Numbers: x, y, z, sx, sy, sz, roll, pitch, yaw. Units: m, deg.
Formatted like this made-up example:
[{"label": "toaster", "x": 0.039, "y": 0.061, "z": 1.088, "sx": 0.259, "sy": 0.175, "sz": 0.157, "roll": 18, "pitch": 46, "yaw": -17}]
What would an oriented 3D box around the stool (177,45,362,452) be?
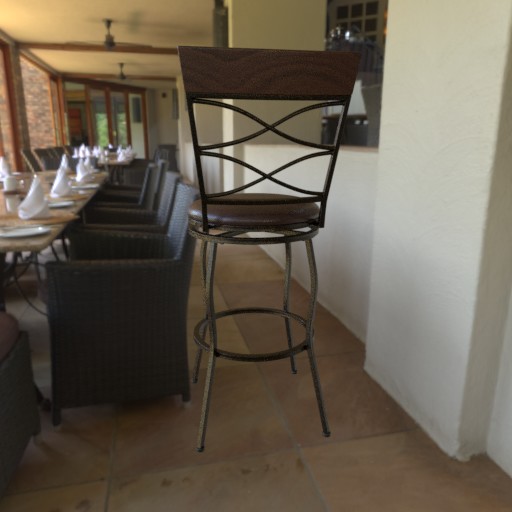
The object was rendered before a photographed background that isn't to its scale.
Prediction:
[{"label": "stool", "x": 0.000, "y": 0.000, "z": 1.412, "sx": 0.448, "sy": 1.130, "sz": 0.513, "roll": -3, "pitch": 15, "yaw": -10}]
